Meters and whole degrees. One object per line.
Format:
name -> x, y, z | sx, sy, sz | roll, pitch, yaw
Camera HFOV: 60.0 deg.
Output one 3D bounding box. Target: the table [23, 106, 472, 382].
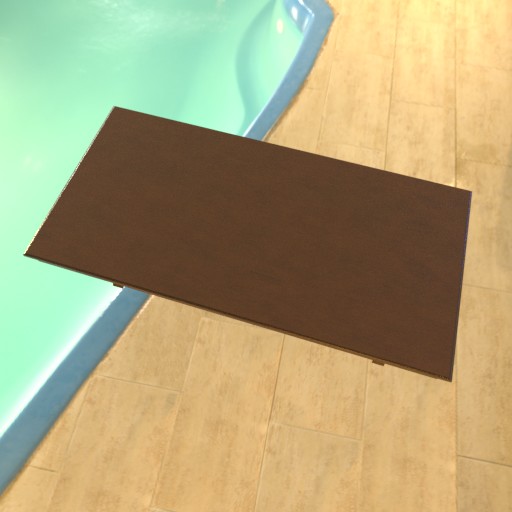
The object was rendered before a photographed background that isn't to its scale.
table -> 0.000, 0.000, 1.501 | 1.197, 0.459, 0.594 | 15, 64, 8
